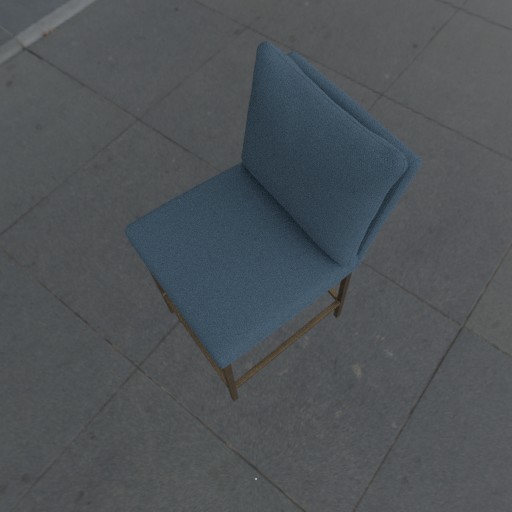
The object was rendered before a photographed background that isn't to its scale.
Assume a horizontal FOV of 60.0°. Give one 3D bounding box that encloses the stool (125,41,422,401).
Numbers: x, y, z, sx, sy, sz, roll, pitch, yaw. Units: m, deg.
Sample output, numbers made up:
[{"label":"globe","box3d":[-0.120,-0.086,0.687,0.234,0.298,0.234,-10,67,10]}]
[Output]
[{"label":"stool","box3d":[0.000,0.000,1.317,0.568,1.032,0.463,-34,68,-16]}]
